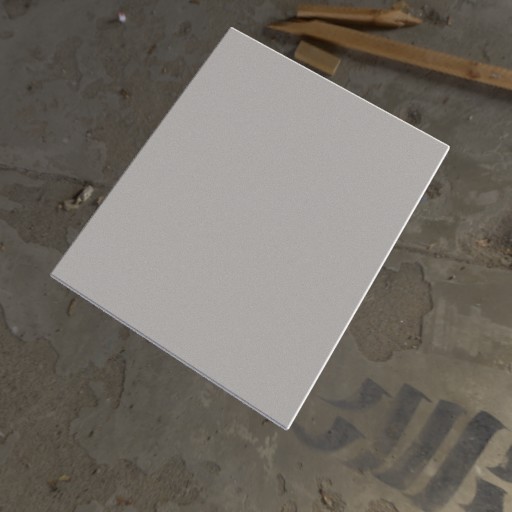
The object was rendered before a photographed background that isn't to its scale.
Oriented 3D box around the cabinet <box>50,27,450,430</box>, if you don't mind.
[{"bbox_3d":[0.000,0.000,1.058,0.431,0.723,0.520,31,80,6],"label":"cabinet"}]
